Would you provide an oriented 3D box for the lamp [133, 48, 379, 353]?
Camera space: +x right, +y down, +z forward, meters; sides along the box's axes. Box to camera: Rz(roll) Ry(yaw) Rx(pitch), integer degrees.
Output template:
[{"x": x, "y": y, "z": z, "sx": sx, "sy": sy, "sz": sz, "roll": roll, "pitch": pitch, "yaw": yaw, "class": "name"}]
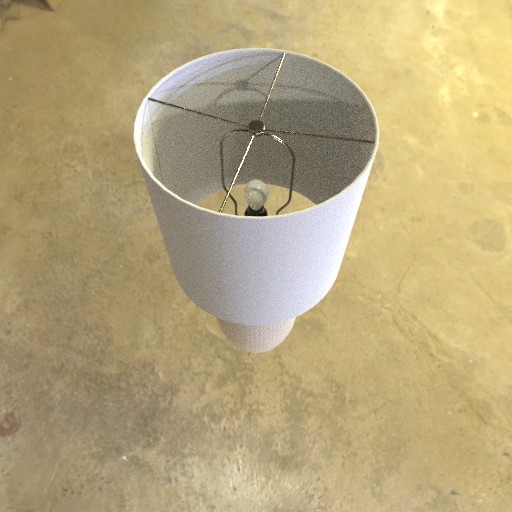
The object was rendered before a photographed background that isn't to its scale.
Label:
[{"x": 0.000, "y": 0.000, "z": 0.585, "sx": 0.217, "sy": 0.453, "sz": 0.217, "roll": 13, "pitch": 59, "yaw": 8, "class": "lamp"}]
